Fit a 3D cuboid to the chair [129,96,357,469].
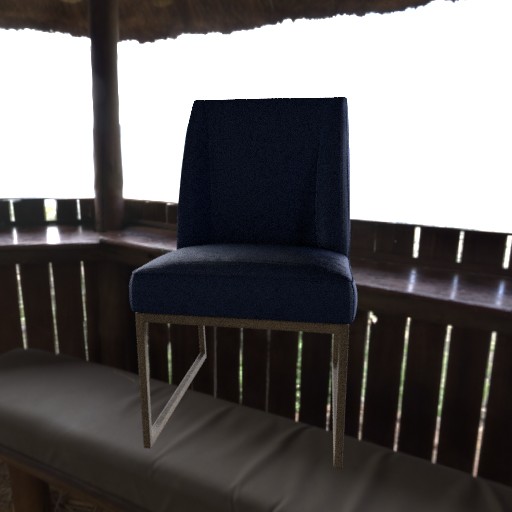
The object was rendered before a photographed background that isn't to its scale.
[{"bbox_3d":[0.000,0.000,1.185,0.508,0.863,0.522,2,13,9],"label":"chair"}]
